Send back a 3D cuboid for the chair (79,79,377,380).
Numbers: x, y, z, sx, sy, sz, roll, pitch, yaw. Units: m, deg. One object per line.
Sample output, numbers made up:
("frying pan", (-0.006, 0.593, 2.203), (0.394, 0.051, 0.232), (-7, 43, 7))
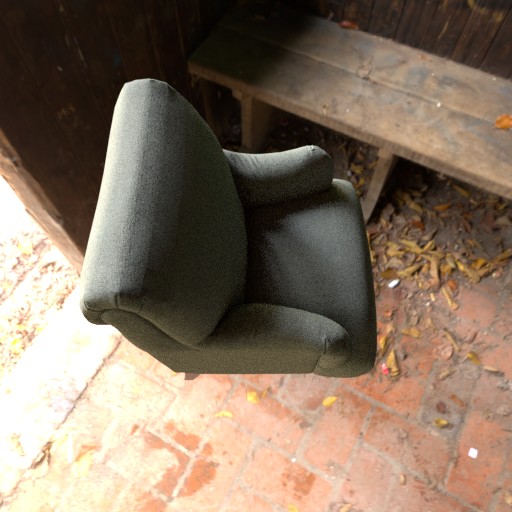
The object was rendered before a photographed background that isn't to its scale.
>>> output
("chair", (0.000, 0.000, 1.936), (1.060, 1.178, 0.964), (0, 62, 0))
